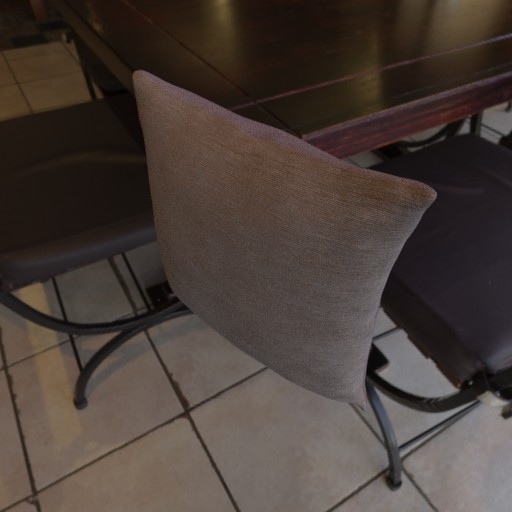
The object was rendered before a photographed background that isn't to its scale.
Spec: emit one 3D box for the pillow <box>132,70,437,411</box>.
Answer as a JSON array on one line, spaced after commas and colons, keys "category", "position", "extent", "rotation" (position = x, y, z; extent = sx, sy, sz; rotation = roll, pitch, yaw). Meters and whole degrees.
[{"category": "pillow", "position": [0.000, 0.000, 0.668], "extent": [0.452, 0.439, 0.204], "rotation": [31, 52, 27]}]
